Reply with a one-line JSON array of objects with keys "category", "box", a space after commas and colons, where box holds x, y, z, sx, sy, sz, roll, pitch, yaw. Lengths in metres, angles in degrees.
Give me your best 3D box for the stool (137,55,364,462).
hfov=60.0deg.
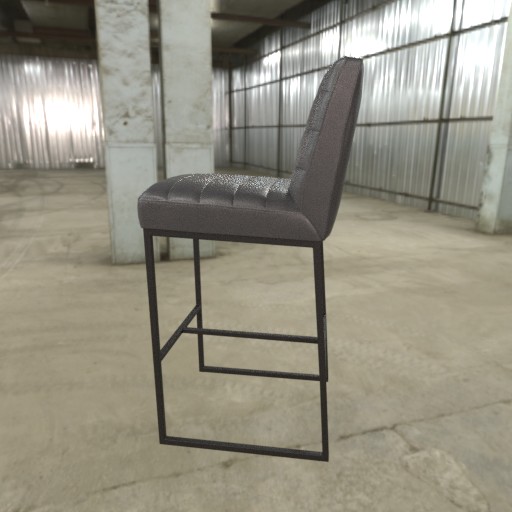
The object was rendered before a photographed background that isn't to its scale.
[{"category": "stool", "box": [0.000, 0.000, 1.330, 0.552, 1.040, 0.457, 2, 15, 8]}]
